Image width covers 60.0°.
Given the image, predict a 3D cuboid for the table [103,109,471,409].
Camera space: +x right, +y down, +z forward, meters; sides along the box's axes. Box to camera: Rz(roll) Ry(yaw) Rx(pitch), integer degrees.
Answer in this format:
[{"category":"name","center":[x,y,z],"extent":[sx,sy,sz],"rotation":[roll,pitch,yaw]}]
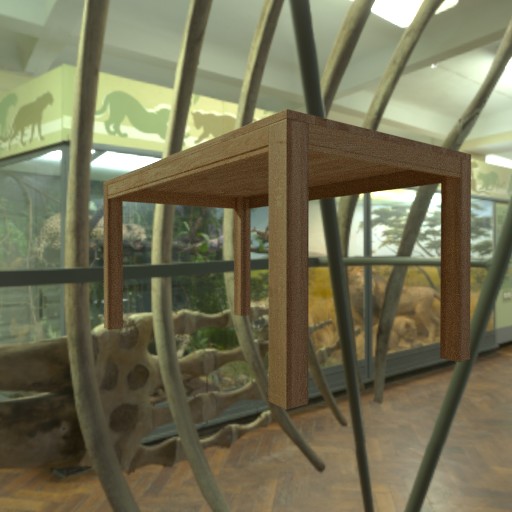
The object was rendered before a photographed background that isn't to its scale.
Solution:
[{"category":"table","center":[0.000,0.000,2.004],"extent":[0.900,0.770,1.500],"rotation":[0,1,-36]}]
